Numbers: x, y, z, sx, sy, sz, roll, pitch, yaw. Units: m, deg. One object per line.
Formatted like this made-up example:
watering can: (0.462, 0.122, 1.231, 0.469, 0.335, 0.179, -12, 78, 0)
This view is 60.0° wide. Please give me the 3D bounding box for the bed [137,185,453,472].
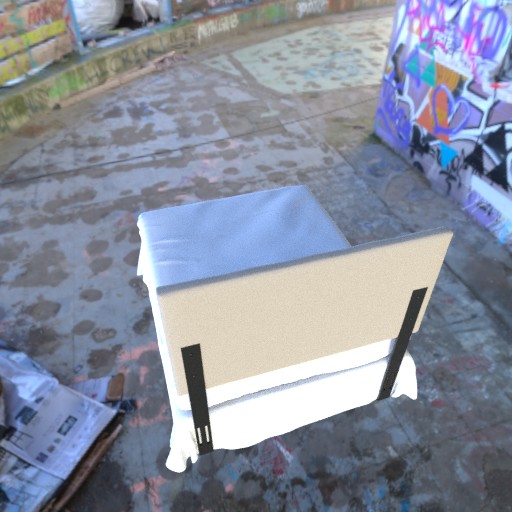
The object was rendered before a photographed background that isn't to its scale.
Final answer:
bed: (0.000, 0.000, 3.476, 1.936, 1.577, 2.222, -12, 42, -13)
